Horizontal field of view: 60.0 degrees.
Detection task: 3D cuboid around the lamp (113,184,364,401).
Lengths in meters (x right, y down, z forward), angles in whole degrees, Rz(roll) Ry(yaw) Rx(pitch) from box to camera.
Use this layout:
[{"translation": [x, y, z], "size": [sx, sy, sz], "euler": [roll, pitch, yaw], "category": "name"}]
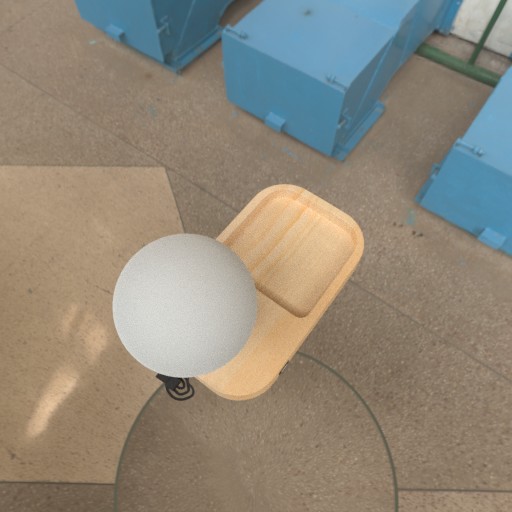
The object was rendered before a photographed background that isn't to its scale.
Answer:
[{"translation": [0.000, 0.000, 0.487], "size": [0.173, 0.253, 0.331], "euler": [34, 68, 16], "category": "lamp"}]
